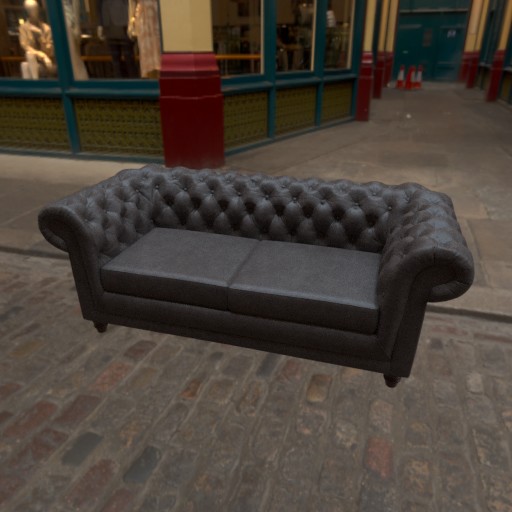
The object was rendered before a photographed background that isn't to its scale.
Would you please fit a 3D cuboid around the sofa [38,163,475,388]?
[{"bbox_3d":[0.000,0.000,2.479,2.048,0.779,0.944,7,26,15],"label":"sofa"}]
